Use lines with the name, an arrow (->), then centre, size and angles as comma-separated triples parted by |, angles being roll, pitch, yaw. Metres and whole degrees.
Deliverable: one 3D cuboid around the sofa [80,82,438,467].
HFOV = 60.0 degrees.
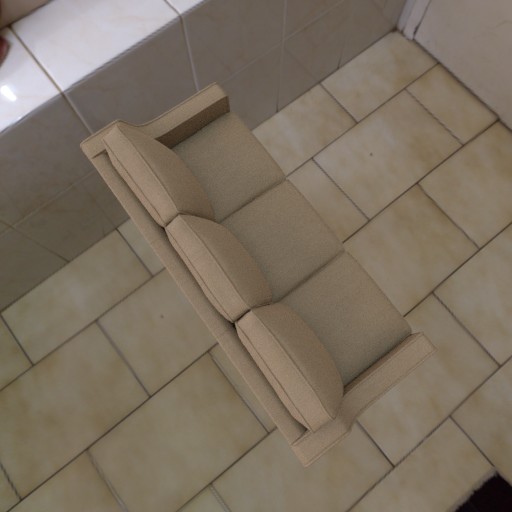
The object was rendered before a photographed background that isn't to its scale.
sofa -> 0.000, 0.000, 2.567 | 0.911, 0.974, 1.986 | -35, 78, -9
